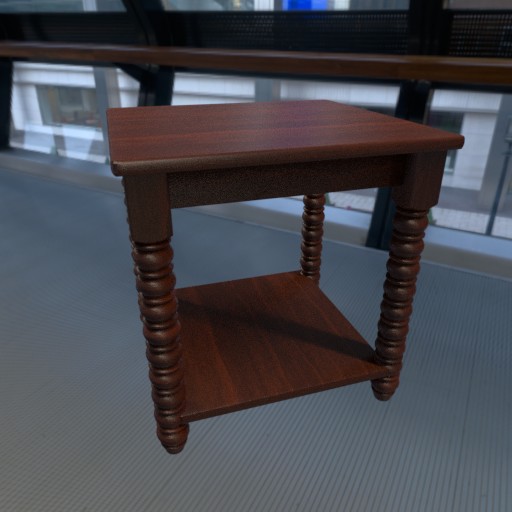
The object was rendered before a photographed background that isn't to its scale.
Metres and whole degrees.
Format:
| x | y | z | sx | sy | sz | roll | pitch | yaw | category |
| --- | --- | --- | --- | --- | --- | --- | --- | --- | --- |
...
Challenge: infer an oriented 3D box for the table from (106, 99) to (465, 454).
| x | y | z | sx | sy | sz | roll | pitch | yaw | category |
| --- | --- | --- | --- | --- | --- | --- | --- | --- | --- |
| 0.000 | 0.000 | 0.952 | 0.533 | 0.567 | 0.500 | -8 | 27 | -16 | table |
